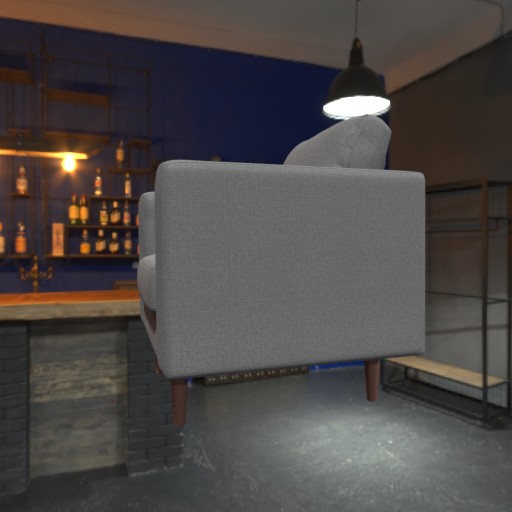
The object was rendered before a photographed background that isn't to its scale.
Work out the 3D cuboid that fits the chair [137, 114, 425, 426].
[{"bbox_3d":[0.000,0.000,1.576,0.800,0.927,0.854,-1,2,-18],"label":"chair"}]
